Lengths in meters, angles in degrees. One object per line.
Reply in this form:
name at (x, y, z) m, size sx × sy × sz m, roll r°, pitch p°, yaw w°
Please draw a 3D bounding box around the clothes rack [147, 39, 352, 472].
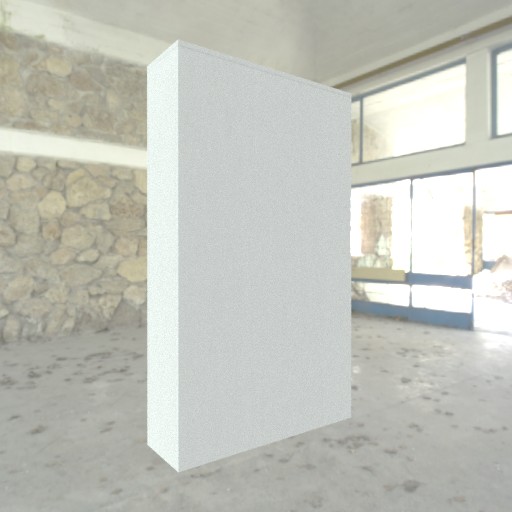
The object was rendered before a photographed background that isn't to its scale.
clothes rack at (0.000, 0.000, 1.631) m, size 0.750 × 1.280 × 0.250 m, roll 0°, pitch 0°, yaw -36°
